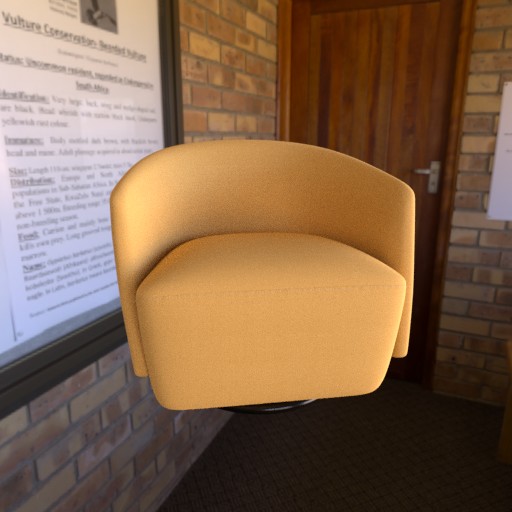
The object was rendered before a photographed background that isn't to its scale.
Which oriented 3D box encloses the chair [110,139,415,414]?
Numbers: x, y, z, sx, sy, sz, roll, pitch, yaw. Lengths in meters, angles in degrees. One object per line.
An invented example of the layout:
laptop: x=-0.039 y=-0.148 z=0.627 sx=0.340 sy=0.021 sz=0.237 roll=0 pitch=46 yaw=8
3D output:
chair: x=0.000 y=0.000 z=1.378 sx=0.773 sy=0.698 sz=0.767 roll=-2 pitch=15 yaw=-8
